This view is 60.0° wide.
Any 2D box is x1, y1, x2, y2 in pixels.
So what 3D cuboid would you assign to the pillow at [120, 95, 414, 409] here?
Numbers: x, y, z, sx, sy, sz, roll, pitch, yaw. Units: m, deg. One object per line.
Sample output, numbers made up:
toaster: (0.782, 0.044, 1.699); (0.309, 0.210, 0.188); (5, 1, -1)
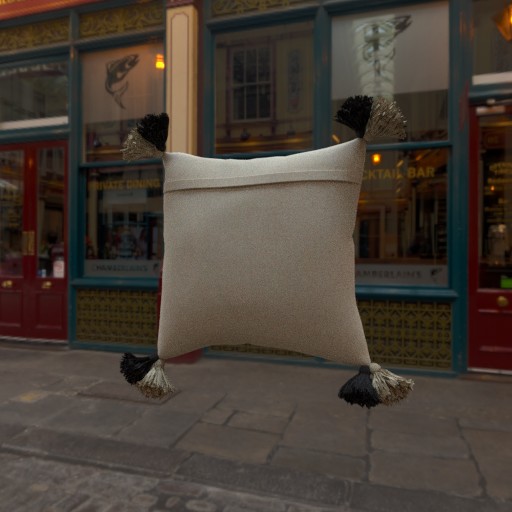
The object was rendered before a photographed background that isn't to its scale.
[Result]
pillow: (0.000, 0.000, 0.975); (0.654, 0.659, 0.170); (0, -1, 16)
